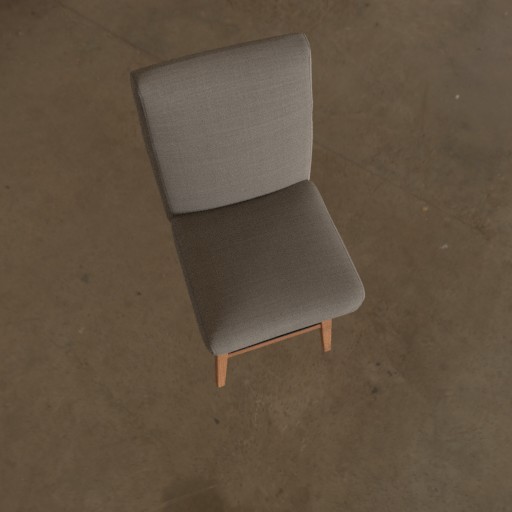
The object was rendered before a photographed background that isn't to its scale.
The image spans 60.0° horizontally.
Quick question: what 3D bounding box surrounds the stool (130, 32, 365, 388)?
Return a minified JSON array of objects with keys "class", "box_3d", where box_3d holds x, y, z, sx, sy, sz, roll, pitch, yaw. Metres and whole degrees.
[{"class":"stool","box_3d":[0.000,0.000,1.381,0.483,1.112,0.570,-17,65,-8]}]
